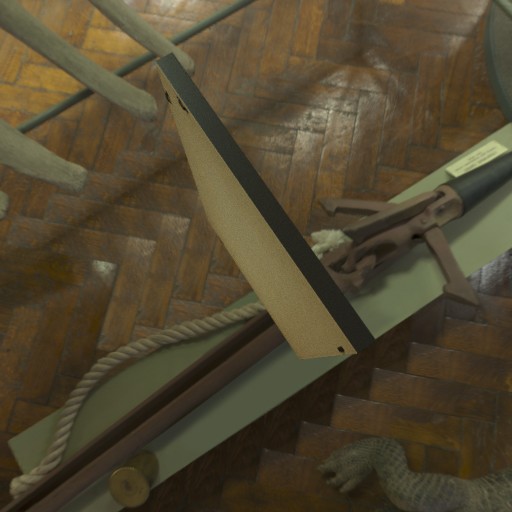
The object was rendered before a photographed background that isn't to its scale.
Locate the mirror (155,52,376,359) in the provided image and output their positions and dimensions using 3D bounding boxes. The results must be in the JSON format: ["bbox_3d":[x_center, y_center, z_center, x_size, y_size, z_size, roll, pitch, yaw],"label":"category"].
[{"bbox_3d":[0.000,0.000,1.177,0.041,0.915,0.609,-32,79,-7],"label":"mirror"}]
